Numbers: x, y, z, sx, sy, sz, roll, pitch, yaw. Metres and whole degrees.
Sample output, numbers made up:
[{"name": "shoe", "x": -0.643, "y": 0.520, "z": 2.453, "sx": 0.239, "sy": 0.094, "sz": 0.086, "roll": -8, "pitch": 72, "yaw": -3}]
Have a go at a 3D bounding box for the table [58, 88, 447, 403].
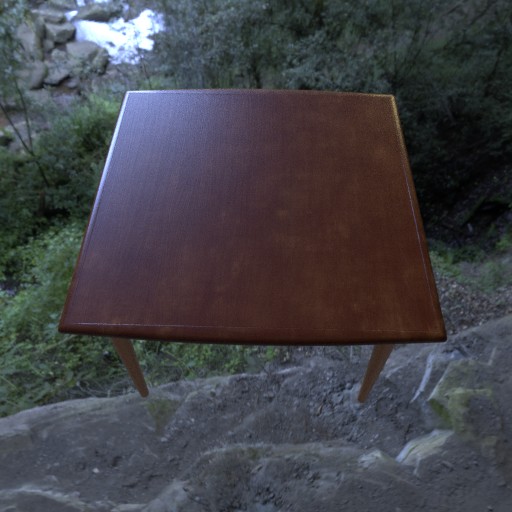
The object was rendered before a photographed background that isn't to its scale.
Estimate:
[{"name": "table", "x": 0.000, "y": 0.000, "z": 1.683, "sx": 0.991, "sy": 0.754, "sz": 0.991, "roll": 1, "pitch": 58, "yaw": 1}]
